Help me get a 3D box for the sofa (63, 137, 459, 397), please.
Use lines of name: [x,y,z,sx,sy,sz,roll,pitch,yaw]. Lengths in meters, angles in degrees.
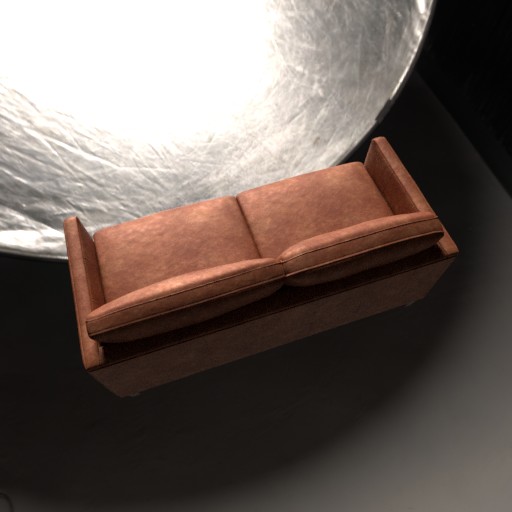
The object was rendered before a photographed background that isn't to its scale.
sofa: [0.000,0.000,2.584,1.971,0.863,0.923,-16,61,-9]
